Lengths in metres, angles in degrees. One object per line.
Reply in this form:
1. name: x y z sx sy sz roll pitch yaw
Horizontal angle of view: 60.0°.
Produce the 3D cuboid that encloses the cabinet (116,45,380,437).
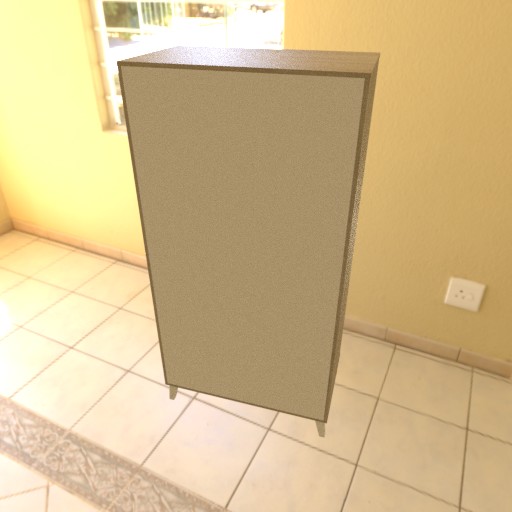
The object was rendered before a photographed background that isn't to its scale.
1. cabinet: 0.000 0.000 2.417 1.006 1.999 0.571 9 33 14
